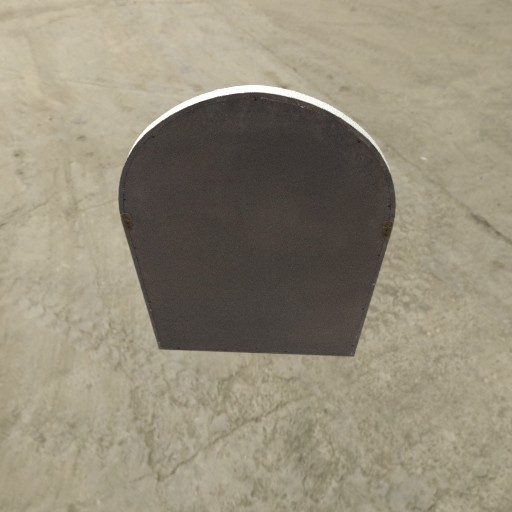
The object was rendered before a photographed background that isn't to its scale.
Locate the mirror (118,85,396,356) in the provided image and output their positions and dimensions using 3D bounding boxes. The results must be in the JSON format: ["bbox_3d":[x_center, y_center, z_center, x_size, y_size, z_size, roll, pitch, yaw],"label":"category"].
[{"bbox_3d":[0.000,0.000,1.177,0.660,0.920,0.032,2,46,2],"label":"mirror"}]
